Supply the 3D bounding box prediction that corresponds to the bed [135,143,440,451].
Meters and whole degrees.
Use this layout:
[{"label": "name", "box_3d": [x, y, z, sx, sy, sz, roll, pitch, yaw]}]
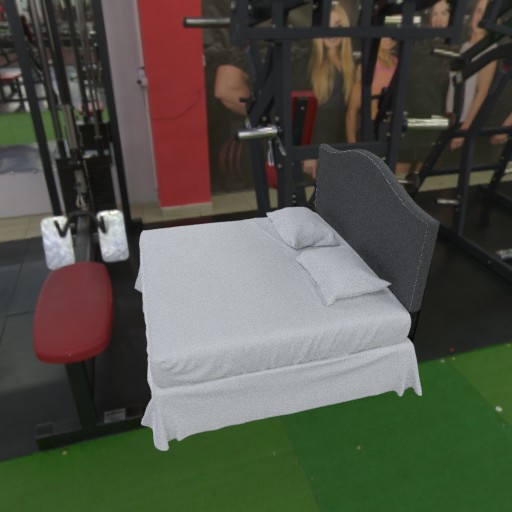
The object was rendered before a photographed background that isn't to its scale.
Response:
[{"label": "bed", "box_3d": [0.000, 0.000, 3.864, 2.219, 1.651, 2.314, -7, 31, -13]}]
